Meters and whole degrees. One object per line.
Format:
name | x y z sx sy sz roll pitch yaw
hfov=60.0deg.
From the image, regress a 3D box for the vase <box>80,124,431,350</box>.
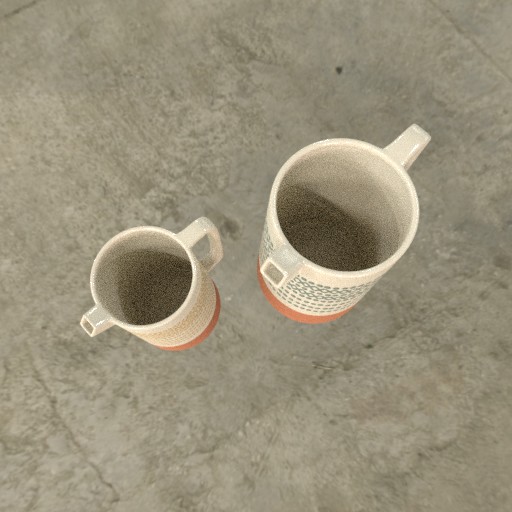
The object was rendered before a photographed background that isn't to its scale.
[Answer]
vase | 0.000 0.000 0.472 0.326 0.247 0.168 -4 75 -1
